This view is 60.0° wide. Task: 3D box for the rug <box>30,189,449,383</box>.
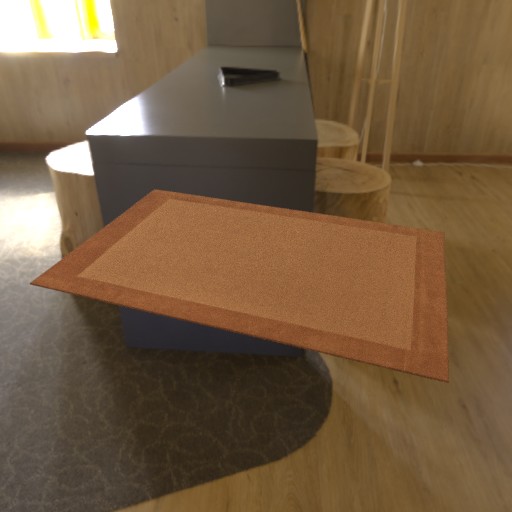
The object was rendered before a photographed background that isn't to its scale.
[{"bbox_3d":[0.000,0.000,3.016,2.438,0.014,1.524,10,34,16],"label":"rug"}]
